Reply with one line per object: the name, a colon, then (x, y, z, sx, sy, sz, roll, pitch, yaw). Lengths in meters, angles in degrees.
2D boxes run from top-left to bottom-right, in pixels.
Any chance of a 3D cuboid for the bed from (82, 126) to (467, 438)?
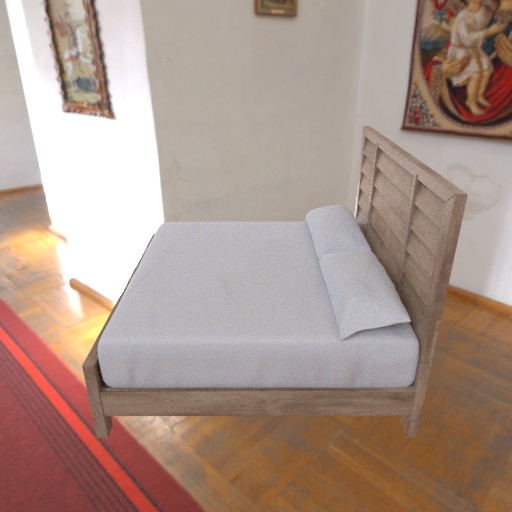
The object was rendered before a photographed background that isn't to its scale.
bed: (0.000, 0.000, 3.415, 2.062, 1.626, 2.032, 0, 25, 0)
